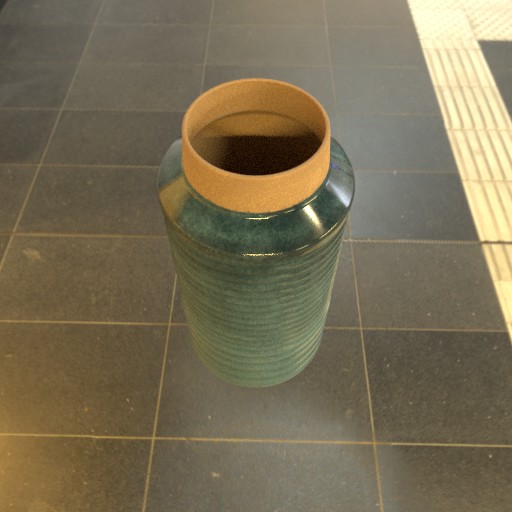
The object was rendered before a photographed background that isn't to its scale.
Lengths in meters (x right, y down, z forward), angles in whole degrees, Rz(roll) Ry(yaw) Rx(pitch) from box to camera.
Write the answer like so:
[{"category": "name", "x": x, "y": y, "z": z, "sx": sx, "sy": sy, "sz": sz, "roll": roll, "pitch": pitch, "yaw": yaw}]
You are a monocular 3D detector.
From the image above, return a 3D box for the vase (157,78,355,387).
[{"category": "vase", "x": 0.000, "y": 0.000, "z": 0.419, "sx": 0.163, "sy": 0.316, "sz": 0.163, "roll": 0, "pitch": 57, "yaw": 0}]
